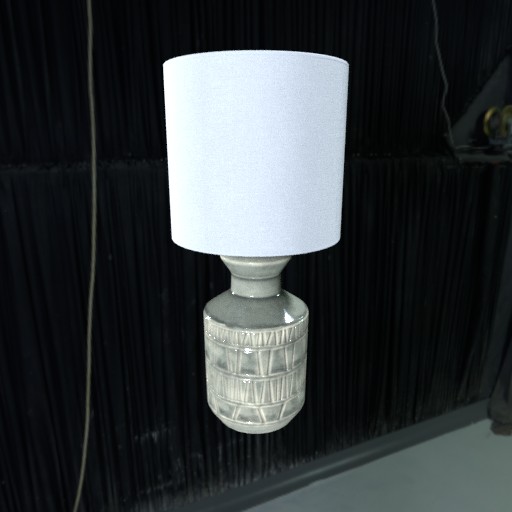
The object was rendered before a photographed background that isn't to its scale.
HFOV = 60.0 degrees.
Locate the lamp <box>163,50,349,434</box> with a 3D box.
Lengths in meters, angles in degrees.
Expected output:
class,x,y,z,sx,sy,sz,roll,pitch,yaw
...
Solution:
class,x,y,z,sx,sy,sz,roll,pitch,yaw
lamp,0.000,0.000,0.574,0.211,0.455,0.211,-8,17,-26
